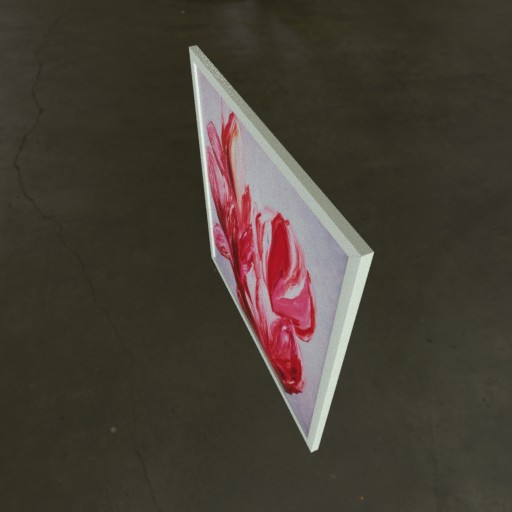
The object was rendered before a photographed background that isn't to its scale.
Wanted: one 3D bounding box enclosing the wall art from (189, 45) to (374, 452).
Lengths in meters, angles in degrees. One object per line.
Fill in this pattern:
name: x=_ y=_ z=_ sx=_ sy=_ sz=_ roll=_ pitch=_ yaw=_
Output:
wall art: x=0.000 y=0.000 z=1.190 sx=0.022 sy=0.803 sz=0.805 roll=-18 pitch=50 yaw=-16
